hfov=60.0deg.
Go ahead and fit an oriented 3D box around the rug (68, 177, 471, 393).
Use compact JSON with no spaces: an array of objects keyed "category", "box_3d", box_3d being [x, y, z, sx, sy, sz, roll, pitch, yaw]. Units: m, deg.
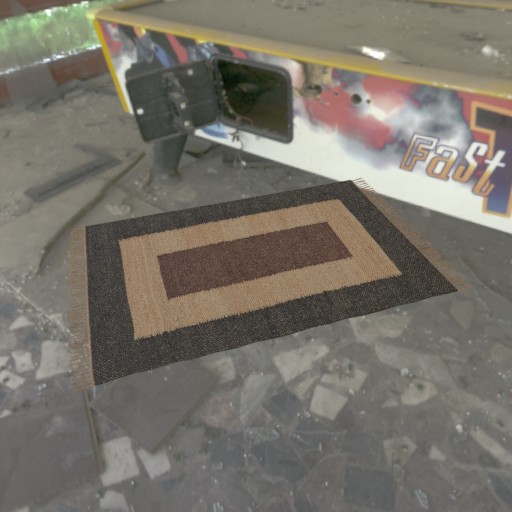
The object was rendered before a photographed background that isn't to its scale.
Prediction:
[{"category":"rug","box_3d":[0.000,0.000,1.914,1.541,0.013,0.920,-12,41,-14]}]
